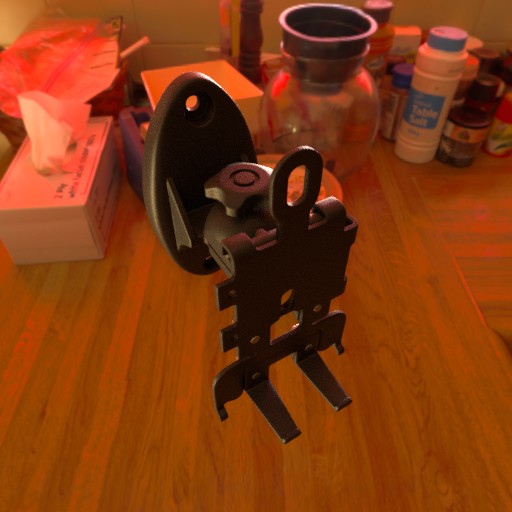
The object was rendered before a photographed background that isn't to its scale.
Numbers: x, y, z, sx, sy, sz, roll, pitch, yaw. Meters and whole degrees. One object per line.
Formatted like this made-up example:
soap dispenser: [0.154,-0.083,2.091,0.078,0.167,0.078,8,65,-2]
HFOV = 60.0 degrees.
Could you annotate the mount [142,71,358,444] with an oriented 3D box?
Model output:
mount: [0.000,0.000,0.173,0.066,0.118,0.100,-23,49,-21]
